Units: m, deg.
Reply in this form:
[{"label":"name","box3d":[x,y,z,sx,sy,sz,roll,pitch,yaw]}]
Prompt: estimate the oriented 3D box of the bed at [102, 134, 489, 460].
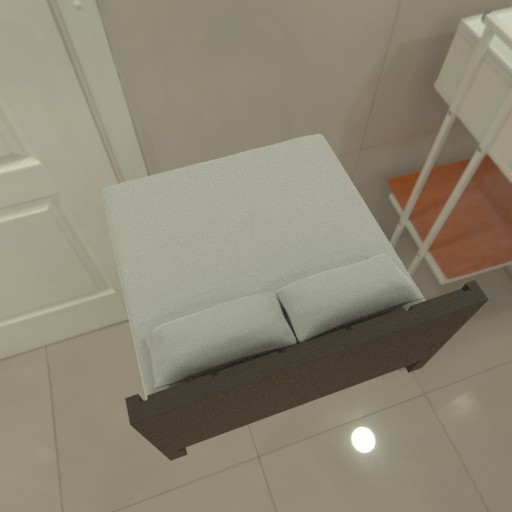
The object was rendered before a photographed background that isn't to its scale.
[{"label":"bed","box3d":[0.000,0.000,3.525,2.143,1.261,2.238,-17,59,-10]}]
